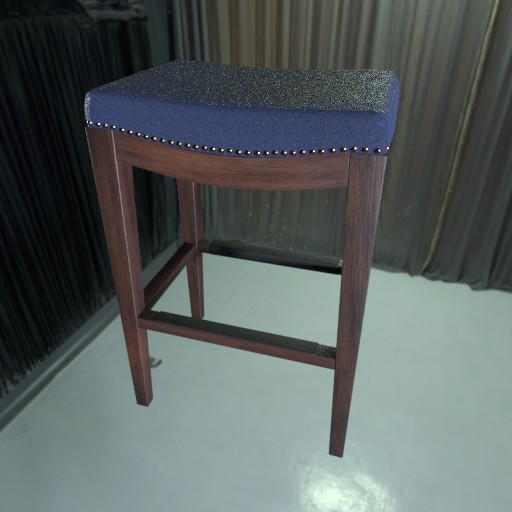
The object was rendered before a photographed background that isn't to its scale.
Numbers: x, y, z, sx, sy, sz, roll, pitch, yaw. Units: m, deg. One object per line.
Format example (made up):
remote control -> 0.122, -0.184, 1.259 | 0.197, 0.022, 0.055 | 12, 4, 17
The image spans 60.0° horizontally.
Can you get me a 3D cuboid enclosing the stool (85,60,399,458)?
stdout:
stool -> 0.000, 0.000, 0.969 | 0.498, 0.740, 0.358 | 9, 33, 14
